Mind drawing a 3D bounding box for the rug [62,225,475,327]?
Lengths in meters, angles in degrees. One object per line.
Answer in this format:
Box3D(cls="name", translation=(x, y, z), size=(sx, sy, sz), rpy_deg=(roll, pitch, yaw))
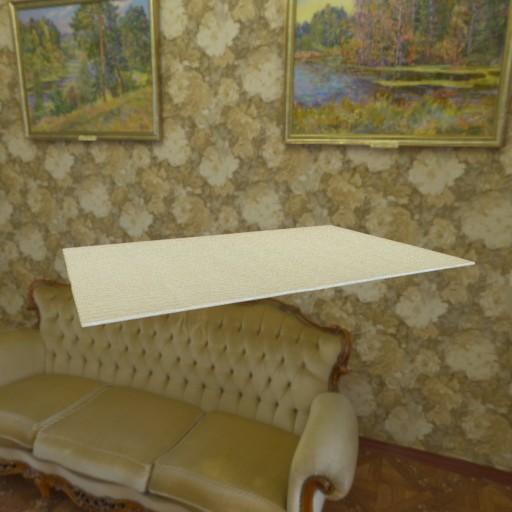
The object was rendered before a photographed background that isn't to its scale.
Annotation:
Box3D(cls="rug", translation=(0.000, 0.000, 2.356), size=(1.848, 0.014, 1.238), rpy_deg=(-7, 15, -25))
